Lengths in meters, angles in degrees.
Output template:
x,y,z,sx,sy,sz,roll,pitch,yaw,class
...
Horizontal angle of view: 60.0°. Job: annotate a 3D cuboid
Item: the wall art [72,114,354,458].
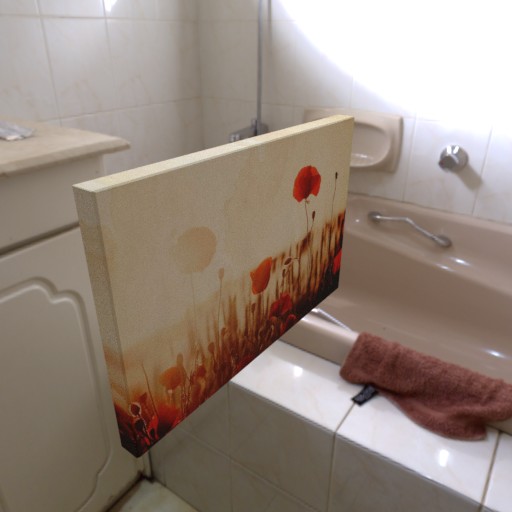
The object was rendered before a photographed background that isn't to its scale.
x,y,z,sx,sy,sz,roll,pitch,yaw,class
0.000,0.000,0.779,0.040,0.402,0.613,19,32,33,wall art
